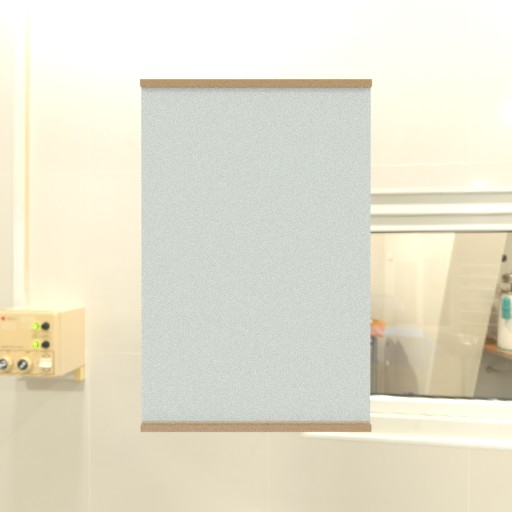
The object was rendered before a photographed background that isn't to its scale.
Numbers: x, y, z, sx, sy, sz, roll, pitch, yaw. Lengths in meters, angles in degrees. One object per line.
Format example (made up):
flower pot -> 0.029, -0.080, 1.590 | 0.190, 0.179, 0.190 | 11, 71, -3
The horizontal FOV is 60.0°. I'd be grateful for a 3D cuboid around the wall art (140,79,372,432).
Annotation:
wall art -> 0.000, 0.000, 0.648 | 0.335, 0.510, 0.013 | 0, 0, 0
